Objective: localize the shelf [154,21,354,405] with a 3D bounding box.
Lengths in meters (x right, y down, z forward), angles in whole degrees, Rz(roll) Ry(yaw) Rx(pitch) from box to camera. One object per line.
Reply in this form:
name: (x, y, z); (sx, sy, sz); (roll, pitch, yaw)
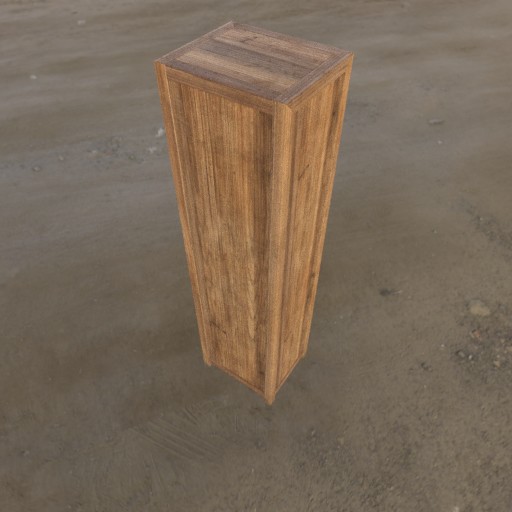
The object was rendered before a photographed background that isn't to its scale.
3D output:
shelf: (0.000, 0.000, 2.131); (0.500, 1.900, 0.428); (27, 52, 23)
